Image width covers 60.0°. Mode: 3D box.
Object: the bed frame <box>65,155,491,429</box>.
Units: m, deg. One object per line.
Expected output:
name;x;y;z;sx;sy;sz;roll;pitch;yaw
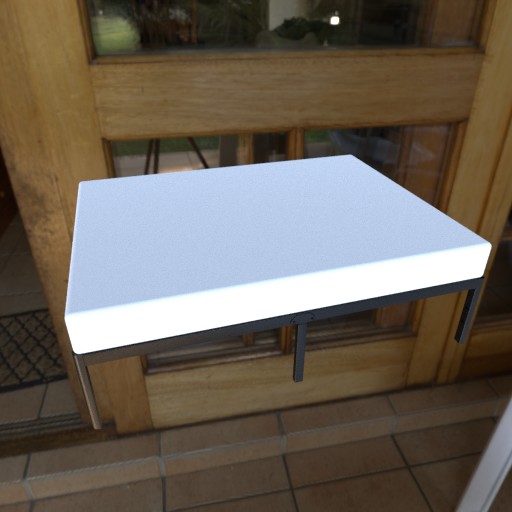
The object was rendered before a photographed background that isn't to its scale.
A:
bed frame;0.000;0.000;2.777;2.072;0.659;1.557;-9;32;-15
